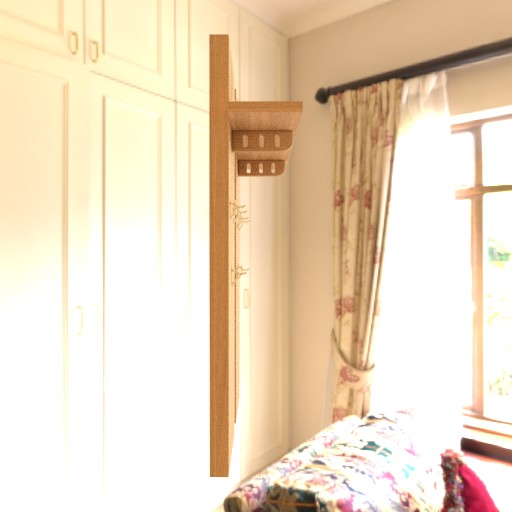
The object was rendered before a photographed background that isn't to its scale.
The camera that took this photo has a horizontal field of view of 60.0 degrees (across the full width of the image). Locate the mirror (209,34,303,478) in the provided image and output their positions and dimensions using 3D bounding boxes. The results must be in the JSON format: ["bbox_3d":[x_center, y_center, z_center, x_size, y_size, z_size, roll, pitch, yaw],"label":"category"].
[{"bbox_3d":[0.000,0.000,1.602,0.260,1.250,0.800,0,0,0],"label":"mirror"}]
